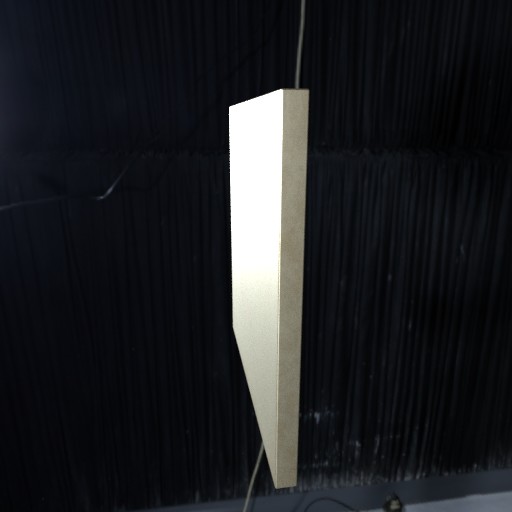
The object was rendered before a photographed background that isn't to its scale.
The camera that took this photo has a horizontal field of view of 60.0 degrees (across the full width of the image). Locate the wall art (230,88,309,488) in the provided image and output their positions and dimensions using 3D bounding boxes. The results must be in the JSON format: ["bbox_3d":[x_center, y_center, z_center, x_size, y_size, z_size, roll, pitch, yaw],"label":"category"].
[{"bbox_3d":[0.000,0.000,0.765,0.030,0.506,0.503,-3,17,-9],"label":"wall art"}]
